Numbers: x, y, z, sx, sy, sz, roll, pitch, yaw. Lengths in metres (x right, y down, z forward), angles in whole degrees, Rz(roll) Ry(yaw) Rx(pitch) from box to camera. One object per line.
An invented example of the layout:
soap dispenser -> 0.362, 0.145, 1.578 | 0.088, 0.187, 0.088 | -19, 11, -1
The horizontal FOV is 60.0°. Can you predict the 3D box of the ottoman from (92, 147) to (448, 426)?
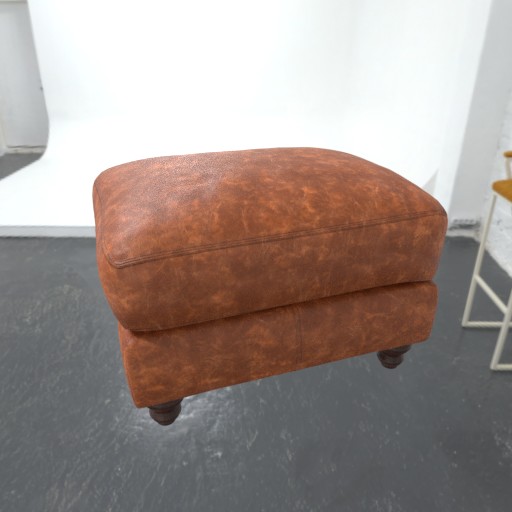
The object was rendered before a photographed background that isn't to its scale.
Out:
ottoman -> 0.000, 0.000, 1.259 | 0.832, 0.562, 0.657 | -9, 27, -17
